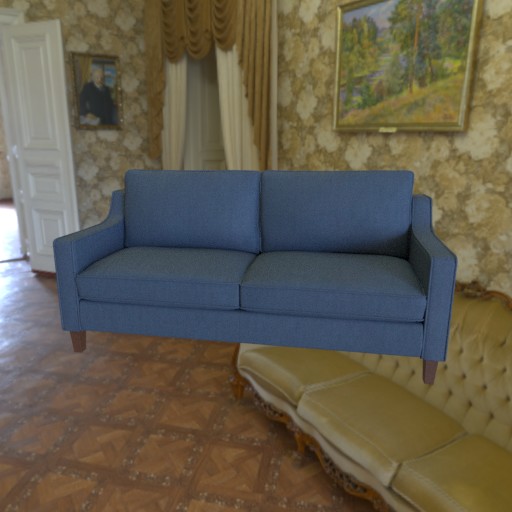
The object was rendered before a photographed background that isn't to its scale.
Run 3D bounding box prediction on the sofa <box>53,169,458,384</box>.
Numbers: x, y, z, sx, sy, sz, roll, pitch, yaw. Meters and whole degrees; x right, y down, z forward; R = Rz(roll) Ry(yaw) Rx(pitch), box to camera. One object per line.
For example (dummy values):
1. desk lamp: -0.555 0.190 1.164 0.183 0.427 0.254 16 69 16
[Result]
1. sofa: 0.000 0.000 2.850 2.178 1.071 1.066 3 15 10
